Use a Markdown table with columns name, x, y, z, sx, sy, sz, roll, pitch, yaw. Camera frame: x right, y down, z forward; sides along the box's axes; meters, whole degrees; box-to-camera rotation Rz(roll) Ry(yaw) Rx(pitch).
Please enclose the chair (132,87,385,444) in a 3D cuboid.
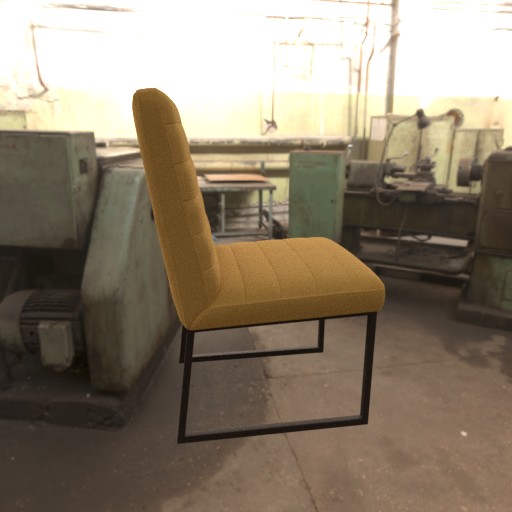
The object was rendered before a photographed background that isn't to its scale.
| name | x | y | z | sx | sy | sz | roll | pitch | yaw |
| --- | --- | --- | --- | --- | --- | --- | --- | --- | --- |
| chair | 0.000 | 0.000 | 1.355 | 0.634 | 0.930 | 0.520 | -2 | 16 | -8 |
